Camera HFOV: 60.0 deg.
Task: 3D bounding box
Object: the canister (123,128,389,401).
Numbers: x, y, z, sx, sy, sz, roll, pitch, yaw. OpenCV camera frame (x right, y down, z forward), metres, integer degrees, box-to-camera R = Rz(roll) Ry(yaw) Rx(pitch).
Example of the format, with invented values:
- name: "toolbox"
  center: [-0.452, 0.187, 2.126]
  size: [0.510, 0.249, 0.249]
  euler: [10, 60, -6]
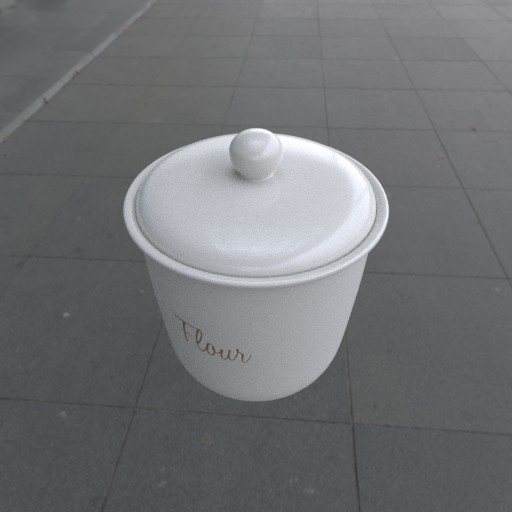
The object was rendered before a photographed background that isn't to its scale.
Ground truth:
- name: "canister"
  center: [0.000, 0.000, 0.349]
  size: [0.182, 0.208, 0.182]
  euler: [0, 41, 0]
